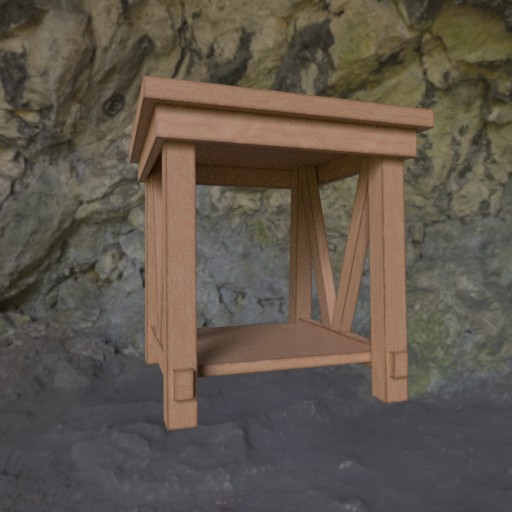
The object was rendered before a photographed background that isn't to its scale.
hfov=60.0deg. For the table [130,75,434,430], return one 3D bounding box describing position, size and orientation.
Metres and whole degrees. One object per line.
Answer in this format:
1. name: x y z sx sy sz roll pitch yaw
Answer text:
1. table: 0.000 0.000 1.157 0.610 0.638 0.612 0 1 -18
